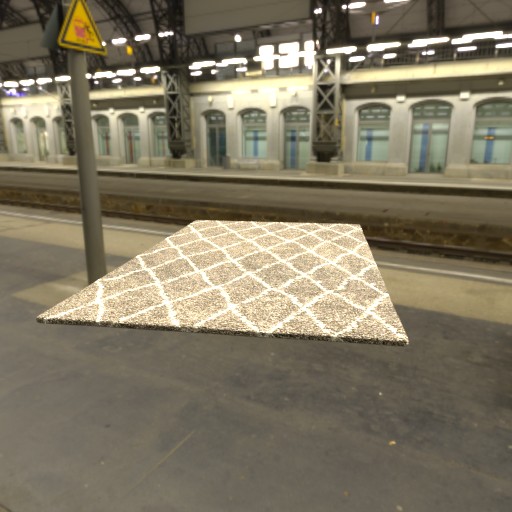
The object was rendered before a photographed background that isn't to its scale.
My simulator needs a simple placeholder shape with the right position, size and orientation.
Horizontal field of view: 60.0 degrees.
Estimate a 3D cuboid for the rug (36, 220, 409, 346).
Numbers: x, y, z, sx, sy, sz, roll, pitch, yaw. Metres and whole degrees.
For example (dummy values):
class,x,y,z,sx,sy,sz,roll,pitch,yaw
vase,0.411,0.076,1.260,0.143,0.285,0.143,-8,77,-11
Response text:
class,x,y,z,sx,sy,sz,roll,pitch,yaw
rug,0.000,0.000,2.925,1.524,0.030,2.438,2,15,8
